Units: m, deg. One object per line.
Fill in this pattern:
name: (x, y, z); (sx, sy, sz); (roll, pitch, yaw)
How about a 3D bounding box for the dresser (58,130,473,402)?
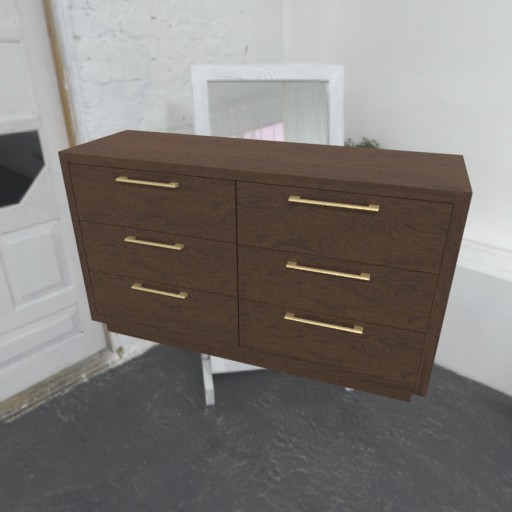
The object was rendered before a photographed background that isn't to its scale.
dresser: (0.000, 0.000, 1.929); (1.523, 0.889, 0.512); (9, 28, 17)
